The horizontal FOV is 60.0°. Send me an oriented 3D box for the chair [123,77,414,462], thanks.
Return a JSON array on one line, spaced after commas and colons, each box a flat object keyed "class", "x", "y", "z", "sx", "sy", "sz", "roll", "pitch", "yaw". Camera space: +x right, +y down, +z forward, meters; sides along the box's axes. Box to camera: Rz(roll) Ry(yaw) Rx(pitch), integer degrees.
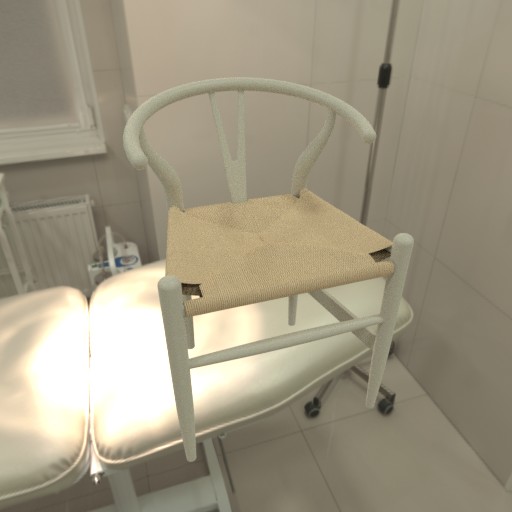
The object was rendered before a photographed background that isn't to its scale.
[{"class": "chair", "x": 0.000, "y": 0.000, "z": 1.079, "sx": 0.533, "sy": 0.736, "sz": 0.500, "roll": -10, "pitch": 34, "yaw": -16}]
